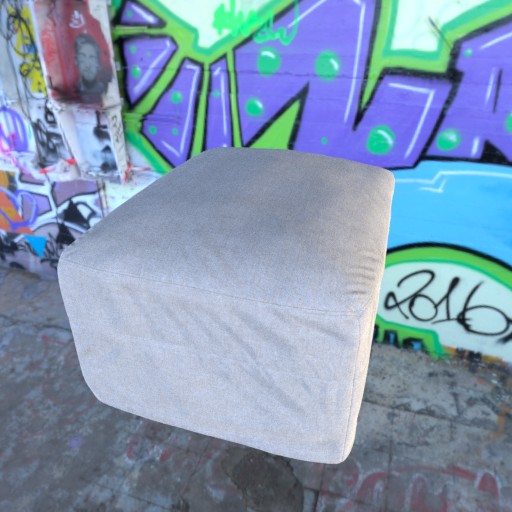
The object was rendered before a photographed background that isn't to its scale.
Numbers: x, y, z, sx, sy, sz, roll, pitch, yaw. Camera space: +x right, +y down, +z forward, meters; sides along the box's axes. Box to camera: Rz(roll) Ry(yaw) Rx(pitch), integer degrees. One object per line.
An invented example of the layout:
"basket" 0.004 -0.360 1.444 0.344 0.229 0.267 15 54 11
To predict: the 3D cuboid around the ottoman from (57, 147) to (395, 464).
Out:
"ottoman" 0.000 0.000 1.234 0.683 0.481 0.837 9 31 15
